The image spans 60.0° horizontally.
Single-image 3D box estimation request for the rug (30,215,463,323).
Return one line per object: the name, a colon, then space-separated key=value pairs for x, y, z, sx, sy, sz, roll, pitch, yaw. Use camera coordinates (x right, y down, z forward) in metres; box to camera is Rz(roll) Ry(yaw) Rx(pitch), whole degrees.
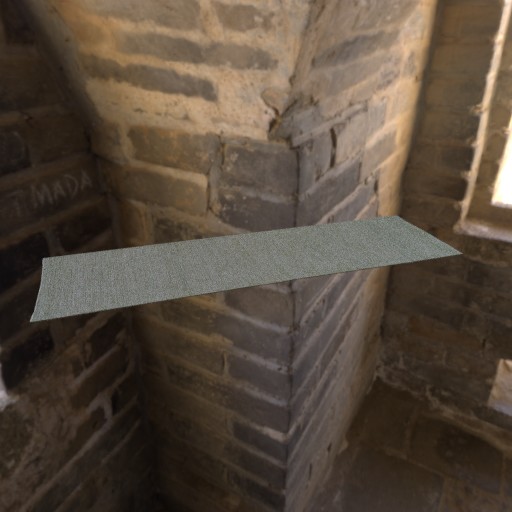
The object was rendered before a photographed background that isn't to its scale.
rug: x=0.000 y=0.000 z=2.564 sx=2.340 sy=0.013 sz=0.686 roll=-8 pitch=27 yaw=-16
